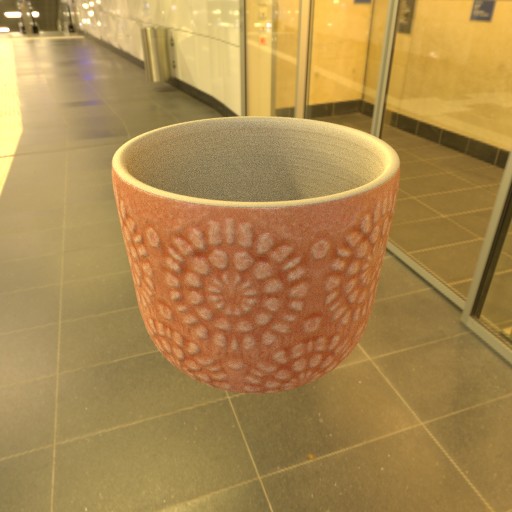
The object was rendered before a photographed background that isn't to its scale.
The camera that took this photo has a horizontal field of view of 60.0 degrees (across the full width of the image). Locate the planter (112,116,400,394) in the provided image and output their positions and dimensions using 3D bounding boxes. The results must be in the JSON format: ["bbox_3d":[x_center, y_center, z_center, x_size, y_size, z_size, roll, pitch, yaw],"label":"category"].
[{"bbox_3d":[0.000,0.000,0.222,0.124,0.109,0.124,0,31,0],"label":"planter"}]
